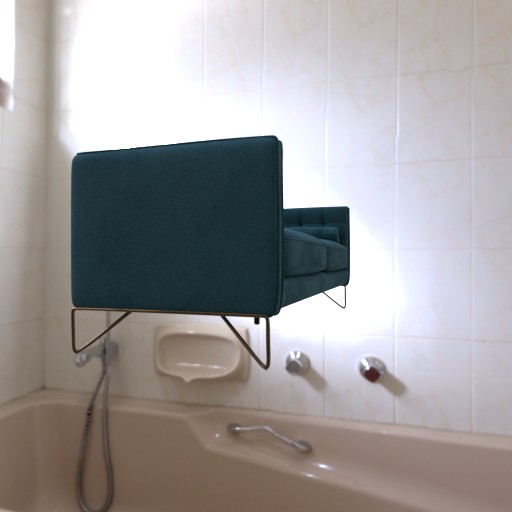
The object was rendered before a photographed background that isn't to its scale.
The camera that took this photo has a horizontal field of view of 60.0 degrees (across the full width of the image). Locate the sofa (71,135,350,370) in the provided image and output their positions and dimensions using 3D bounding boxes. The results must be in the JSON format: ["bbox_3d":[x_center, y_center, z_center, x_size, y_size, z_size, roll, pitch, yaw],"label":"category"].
[{"bbox_3d":[0.000,0.000,2.562,0.867,0.789,2.087,0,-1,18],"label":"sofa"}]
